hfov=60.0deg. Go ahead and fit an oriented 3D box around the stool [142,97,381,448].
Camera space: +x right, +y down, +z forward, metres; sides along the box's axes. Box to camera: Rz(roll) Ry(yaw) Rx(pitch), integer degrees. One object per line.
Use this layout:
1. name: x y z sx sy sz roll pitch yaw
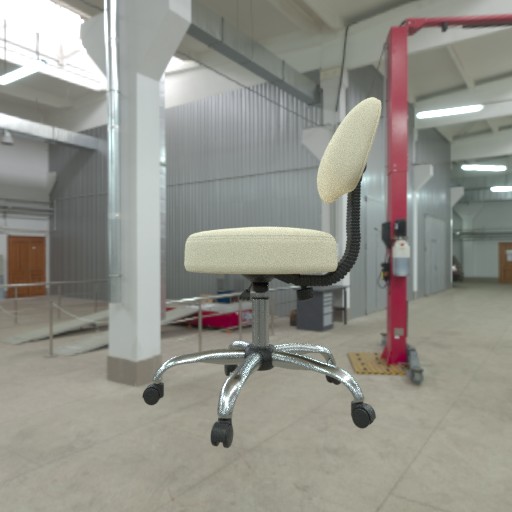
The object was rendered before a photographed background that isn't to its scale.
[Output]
1. stool: 0.000 0.000 1.221 0.616 0.810 0.609 0 0 -1
